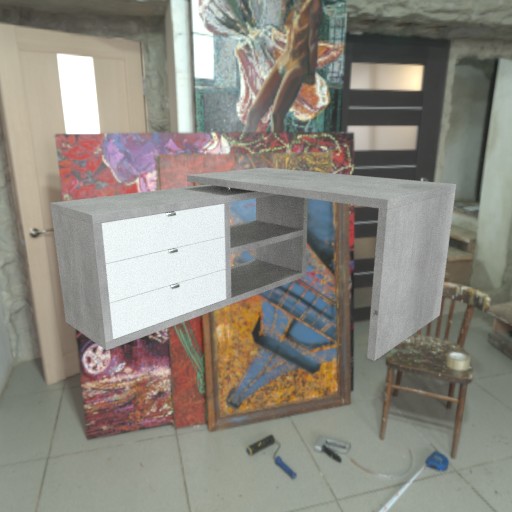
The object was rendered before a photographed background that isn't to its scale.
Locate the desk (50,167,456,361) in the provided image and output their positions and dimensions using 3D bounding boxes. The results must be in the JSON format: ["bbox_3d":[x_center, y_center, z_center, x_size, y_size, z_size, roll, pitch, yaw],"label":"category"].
[{"bbox_3d":[0.000,0.000,2.331,1.400,0.740,1.500,15,22,42],"label":"desk"}]
